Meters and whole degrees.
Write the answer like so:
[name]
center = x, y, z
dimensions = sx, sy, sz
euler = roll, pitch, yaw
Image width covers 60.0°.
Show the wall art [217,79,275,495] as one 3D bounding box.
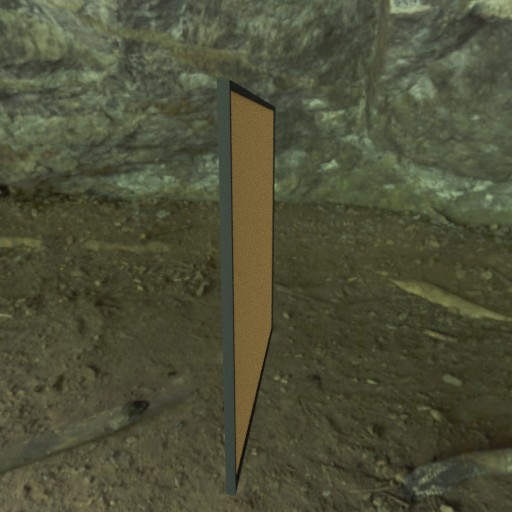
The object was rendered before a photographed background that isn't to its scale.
[wall art]
center = 0.000, 0.000, 0.679
dimensions = 0.013, 0.457, 0.458
euler = 2, 16, 7
